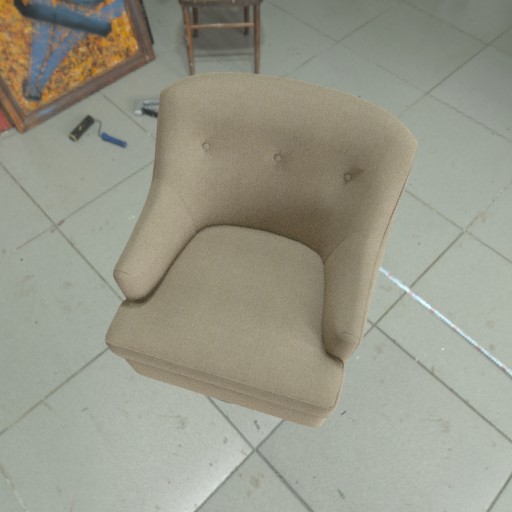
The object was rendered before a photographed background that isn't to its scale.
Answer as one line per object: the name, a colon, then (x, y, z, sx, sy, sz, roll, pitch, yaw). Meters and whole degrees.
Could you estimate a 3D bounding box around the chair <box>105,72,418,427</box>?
chair: (0.000, 0.000, 1.589, 0.864, 0.856, 0.923, 14, 60, 8)
